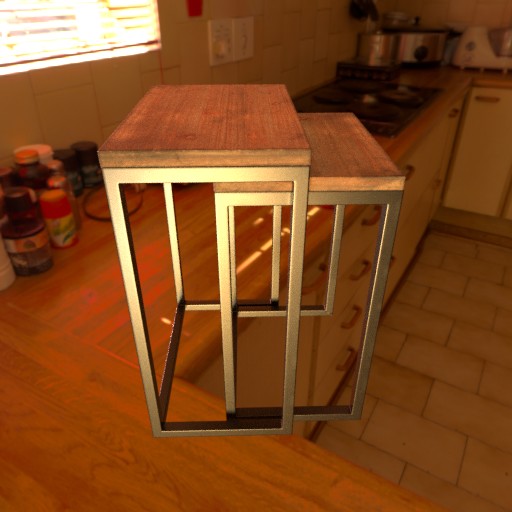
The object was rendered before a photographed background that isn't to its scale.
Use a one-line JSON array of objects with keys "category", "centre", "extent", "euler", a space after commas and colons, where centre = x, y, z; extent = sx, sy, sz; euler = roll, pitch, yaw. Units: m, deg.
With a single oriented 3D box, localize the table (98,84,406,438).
[{"category": "table", "centre": [0.000, 0.000, 0.952], "extent": [0.460, 0.615, 0.456], "euler": [0, 32, 1]}]
